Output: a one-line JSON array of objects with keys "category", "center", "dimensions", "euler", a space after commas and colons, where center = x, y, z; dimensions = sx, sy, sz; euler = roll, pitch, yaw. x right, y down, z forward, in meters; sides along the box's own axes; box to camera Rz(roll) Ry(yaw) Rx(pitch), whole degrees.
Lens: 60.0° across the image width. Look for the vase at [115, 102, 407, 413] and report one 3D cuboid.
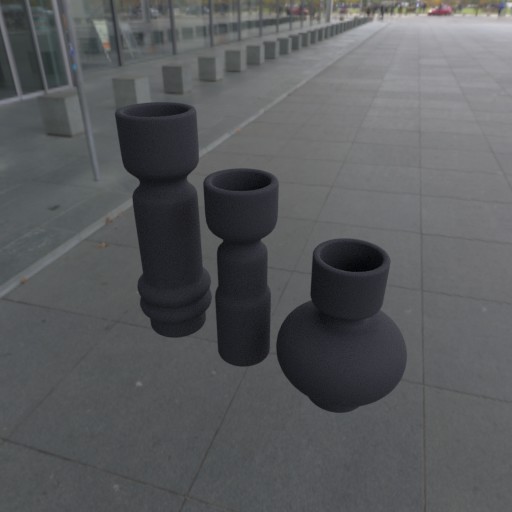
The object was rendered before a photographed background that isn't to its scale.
[{"category": "vase", "center": [0.000, 0.000, 0.425], "dimensions": [0.307, 0.249, 0.120], "euler": [18, 34, 28]}]
